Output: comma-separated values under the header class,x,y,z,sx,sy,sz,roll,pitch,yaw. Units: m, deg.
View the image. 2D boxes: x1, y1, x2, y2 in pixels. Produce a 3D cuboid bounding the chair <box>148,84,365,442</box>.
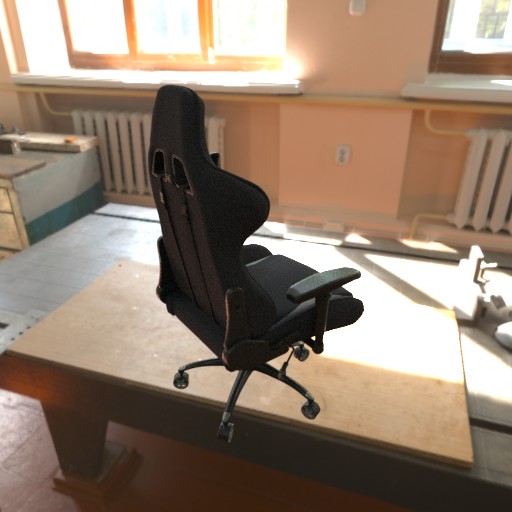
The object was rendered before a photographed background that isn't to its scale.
class,x,y,z,sx,sy,sz,roll,pitch,yaw
chair,0.000,0.000,1.754,0.695,1.300,0.730,-18,32,-32
